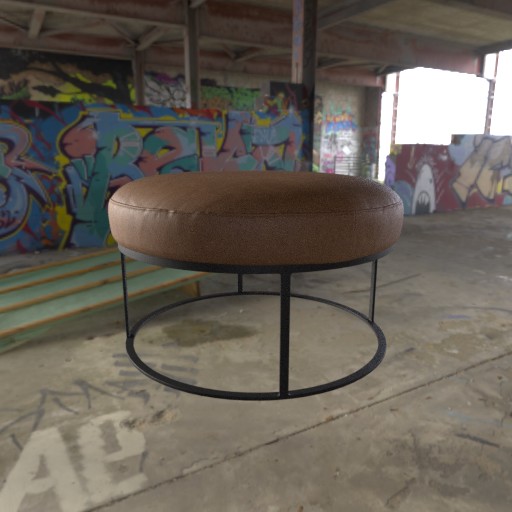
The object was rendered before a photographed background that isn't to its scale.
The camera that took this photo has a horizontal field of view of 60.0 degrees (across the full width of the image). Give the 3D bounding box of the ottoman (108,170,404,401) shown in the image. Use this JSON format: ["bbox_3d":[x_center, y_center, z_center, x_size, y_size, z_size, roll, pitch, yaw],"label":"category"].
[{"bbox_3d":[0.000,0.000,1.246,0.771,0.460,0.771,0,13,0],"label":"ottoman"}]
